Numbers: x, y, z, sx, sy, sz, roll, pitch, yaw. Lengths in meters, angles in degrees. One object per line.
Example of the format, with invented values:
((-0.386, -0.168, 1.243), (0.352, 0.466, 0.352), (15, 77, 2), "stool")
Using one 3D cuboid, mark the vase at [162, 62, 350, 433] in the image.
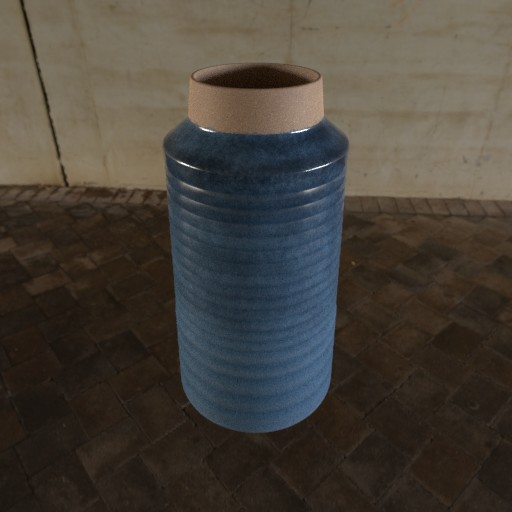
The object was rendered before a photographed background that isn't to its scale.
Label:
((0.000, 0.000, 0.409), (0.163, 0.316, 0.163), (0, 33, 0), "vase")
